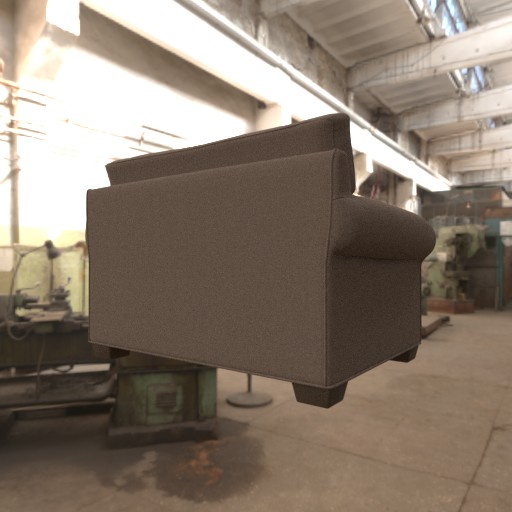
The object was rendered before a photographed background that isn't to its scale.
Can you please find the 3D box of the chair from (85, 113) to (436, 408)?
[{"bbox_3d":[0.000,0.000,2.033,1.390,0.930,0.930,0,0,37],"label":"chair"}]
